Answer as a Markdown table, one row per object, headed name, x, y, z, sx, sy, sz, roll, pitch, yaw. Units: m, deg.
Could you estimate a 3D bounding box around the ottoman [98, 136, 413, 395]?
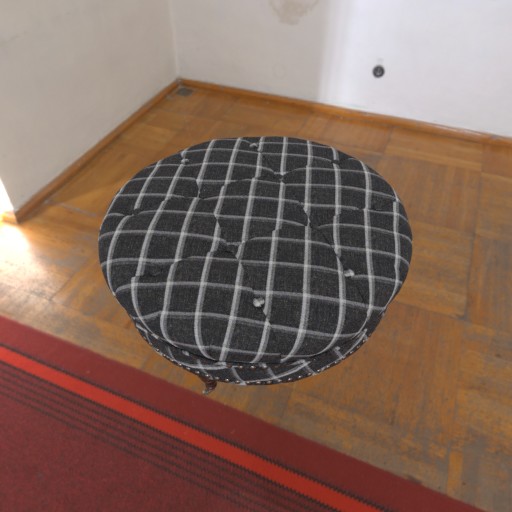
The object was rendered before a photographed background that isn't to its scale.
| name | x | y | z | sx | sy | sz | roll | pitch | yaw |
| --- | --- | --- | --- | --- | --- | --- | --- | --- | --- |
| ottoman | 0.000 | 0.000 | 1.409 | 0.901 | 0.439 | 0.901 | 0 | 46 | 0 |
